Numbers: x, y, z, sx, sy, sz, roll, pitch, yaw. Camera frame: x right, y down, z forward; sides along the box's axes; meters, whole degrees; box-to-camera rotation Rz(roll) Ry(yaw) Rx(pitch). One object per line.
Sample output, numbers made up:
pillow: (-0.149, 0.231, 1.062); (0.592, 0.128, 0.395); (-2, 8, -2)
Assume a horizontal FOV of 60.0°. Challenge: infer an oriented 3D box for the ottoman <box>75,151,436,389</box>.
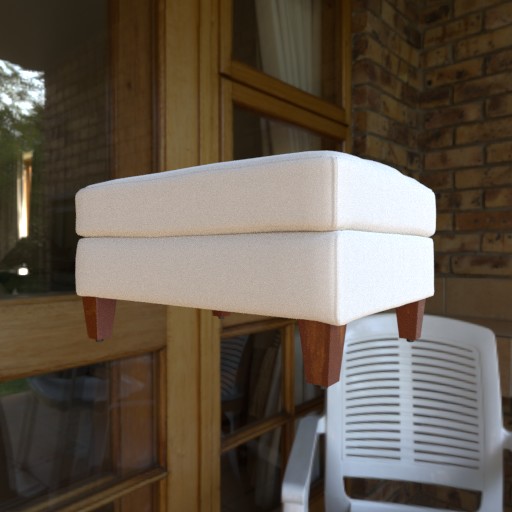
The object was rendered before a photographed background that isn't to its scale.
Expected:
ottoman: (0.000, 0.000, 1.235); (0.818, 0.479, 0.634); (1, 1, 36)
